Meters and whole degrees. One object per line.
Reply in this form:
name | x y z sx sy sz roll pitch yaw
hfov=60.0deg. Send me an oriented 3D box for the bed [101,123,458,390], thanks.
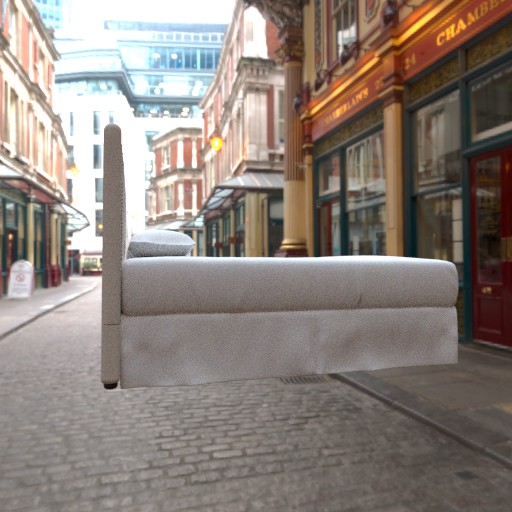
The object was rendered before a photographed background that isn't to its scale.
bed | 0.000 0.000 3.429 2.182 1.421 2.083 1 -2 -17
